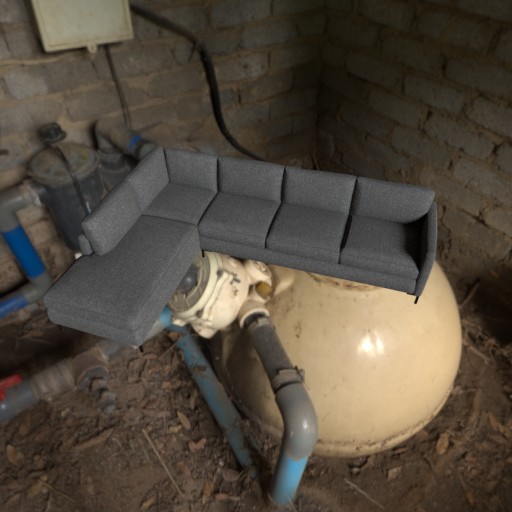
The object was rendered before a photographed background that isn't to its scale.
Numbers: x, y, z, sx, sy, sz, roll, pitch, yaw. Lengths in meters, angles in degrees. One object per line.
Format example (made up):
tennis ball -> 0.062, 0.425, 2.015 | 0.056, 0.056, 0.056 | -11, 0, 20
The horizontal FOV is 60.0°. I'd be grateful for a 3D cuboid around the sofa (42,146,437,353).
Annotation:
sofa -> 0.000, 0.000, 3.848 | 2.949, 0.815, 2.007 | 12, 43, 13
